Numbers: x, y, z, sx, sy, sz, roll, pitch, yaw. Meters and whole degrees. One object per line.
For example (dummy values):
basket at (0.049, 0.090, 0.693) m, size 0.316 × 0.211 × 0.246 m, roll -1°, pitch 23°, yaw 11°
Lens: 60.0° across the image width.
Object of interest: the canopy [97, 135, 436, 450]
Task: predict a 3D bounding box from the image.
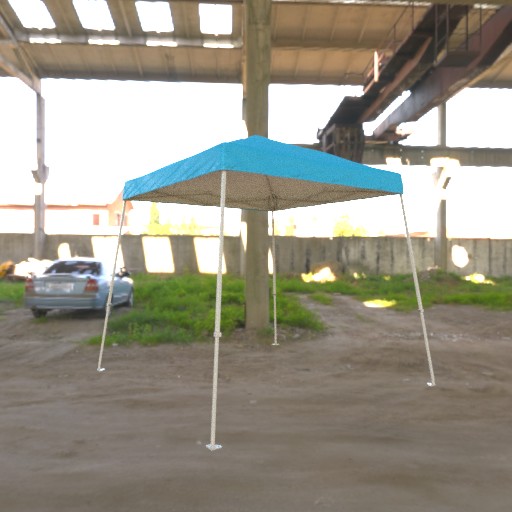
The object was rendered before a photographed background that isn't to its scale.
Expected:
canopy at (0.000, 0.000, 6.602) m, size 3.599 × 3.600 × 3.600 m, roll 0°, pitch 0°, yaw -36°
